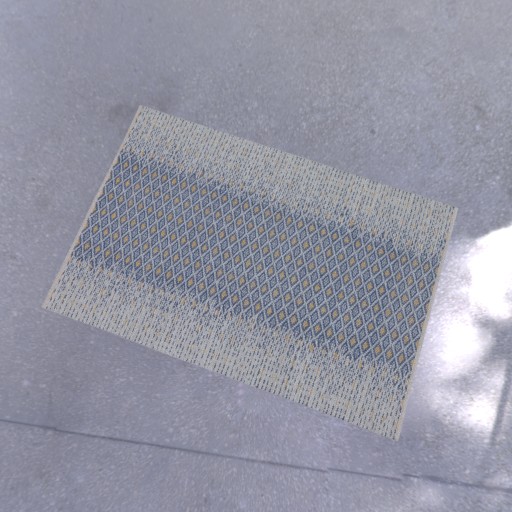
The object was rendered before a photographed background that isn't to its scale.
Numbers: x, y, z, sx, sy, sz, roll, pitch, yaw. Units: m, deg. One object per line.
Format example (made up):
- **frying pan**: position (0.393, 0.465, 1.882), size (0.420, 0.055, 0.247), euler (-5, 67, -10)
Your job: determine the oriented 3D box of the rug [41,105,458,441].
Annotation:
- **rug**: position (0.000, 0.000, 2.268), size (1.828, 0.005, 1.219), euler (19, 76, 5)
